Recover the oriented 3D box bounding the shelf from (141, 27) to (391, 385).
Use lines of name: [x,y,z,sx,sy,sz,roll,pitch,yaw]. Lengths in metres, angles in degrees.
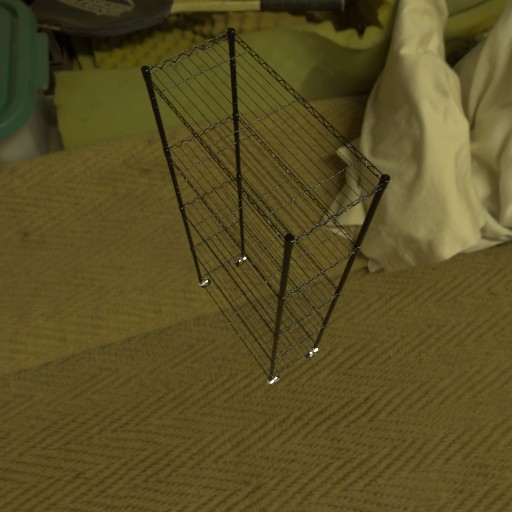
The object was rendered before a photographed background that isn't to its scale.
shelf: [0.000,0.000,1.966,0.356,1.645,0.762,-32,67,-16]
